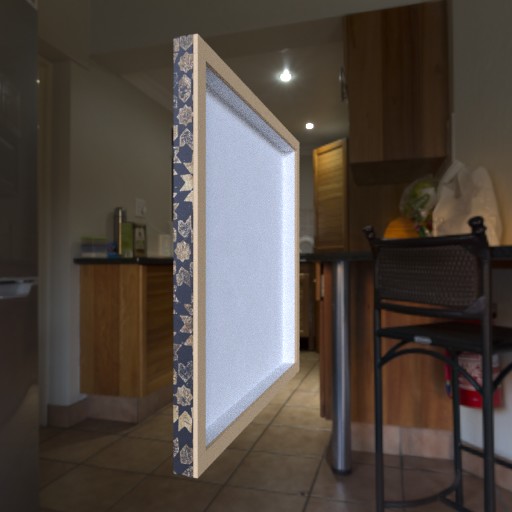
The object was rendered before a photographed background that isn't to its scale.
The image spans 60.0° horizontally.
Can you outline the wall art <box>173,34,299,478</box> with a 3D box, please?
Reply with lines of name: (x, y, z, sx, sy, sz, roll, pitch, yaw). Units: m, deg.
wall art: (0.000, 0.000, 0.903, 0.038, 0.612, 0.612, 0, 0, 19)
